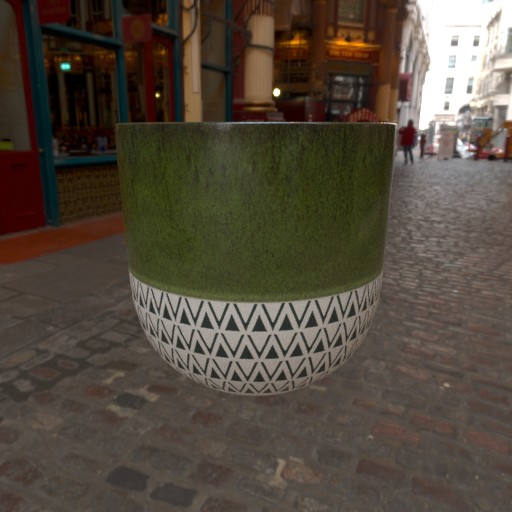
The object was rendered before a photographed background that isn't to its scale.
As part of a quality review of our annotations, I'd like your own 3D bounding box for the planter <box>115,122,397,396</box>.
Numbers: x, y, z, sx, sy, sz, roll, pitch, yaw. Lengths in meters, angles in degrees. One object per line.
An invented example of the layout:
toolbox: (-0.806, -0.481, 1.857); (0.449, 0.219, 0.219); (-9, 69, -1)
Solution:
planter: (0.000, 0.000, 0.472); (0.266, 0.270, 0.266); (0, 16, 0)
